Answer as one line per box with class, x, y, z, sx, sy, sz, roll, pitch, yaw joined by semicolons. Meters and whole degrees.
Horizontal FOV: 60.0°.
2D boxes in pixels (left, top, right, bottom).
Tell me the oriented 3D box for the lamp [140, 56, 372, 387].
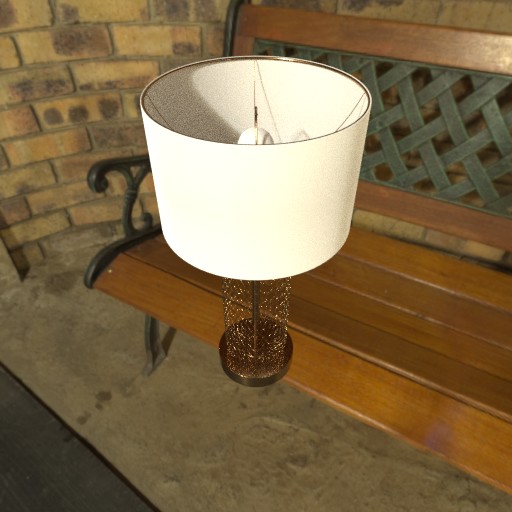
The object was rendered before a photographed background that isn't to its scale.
lamp;0.000;0.000;0.650;0.252;0.483;0.252;-1;41;-1
